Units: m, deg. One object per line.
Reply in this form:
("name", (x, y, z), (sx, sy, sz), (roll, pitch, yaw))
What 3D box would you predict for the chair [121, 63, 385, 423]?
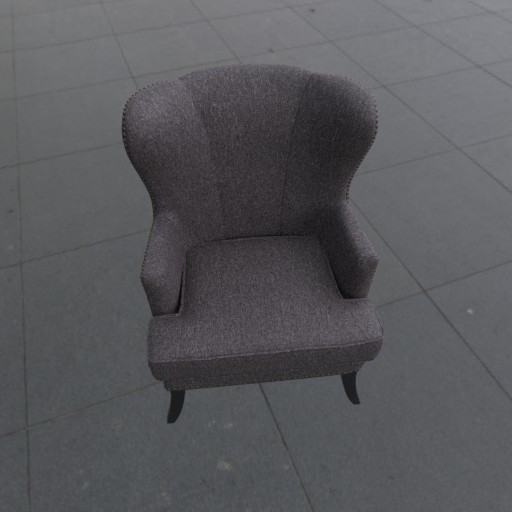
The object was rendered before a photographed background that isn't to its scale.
("chair", (0.000, 0.000, 1.569), (0.759, 1.060, 0.758), (-4, 48, -4))
